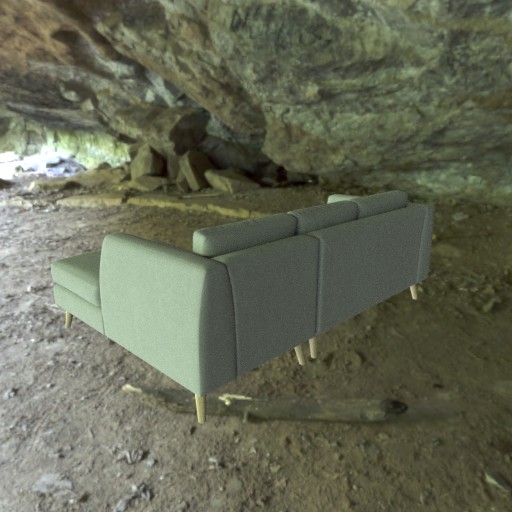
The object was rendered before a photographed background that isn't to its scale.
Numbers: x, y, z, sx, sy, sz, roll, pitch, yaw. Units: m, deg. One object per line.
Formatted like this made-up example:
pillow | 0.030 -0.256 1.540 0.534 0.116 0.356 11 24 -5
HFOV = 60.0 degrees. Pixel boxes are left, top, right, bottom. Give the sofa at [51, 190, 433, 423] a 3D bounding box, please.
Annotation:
sofa | 0.000 0.000 3.163 1.580 0.860 2.300 15 22 42
